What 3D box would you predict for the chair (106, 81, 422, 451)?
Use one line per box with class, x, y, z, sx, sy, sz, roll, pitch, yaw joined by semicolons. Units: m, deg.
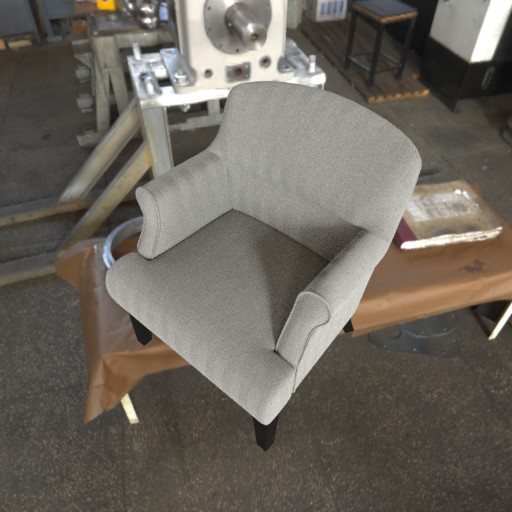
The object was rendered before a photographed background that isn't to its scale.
chair;0.000;0.000;1.480;0.772;0.880;0.755;32;53;27
